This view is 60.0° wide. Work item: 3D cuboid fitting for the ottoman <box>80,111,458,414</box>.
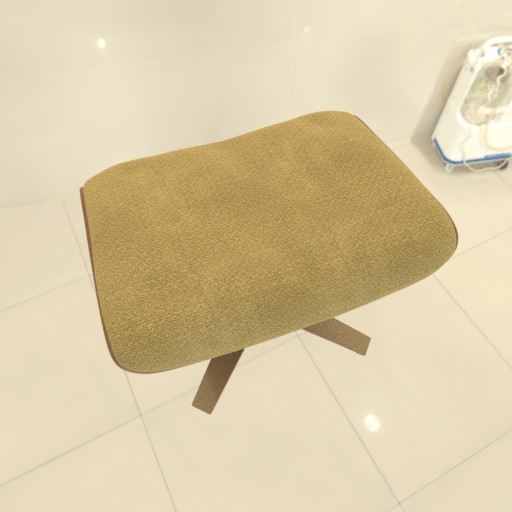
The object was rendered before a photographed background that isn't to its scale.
[{"bbox_3d":[0.000,0.000,0.825,0.520,0.391,0.394,-18,60,-11],"label":"ottoman"}]
